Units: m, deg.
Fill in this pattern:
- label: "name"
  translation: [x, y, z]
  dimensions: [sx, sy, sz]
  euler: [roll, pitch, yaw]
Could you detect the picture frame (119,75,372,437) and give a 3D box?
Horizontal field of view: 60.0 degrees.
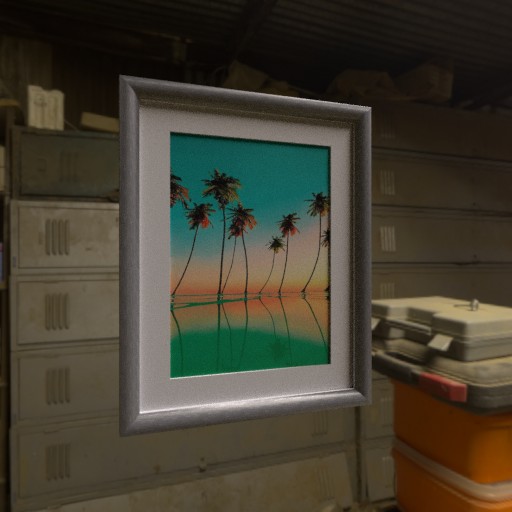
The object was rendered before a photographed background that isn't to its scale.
- label: "picture frame"
  translation: [0.000, 0.000, 0.769]
  dimensions: [0.454, 0.559, 0.029]
  euler: [0, 0, -19]
